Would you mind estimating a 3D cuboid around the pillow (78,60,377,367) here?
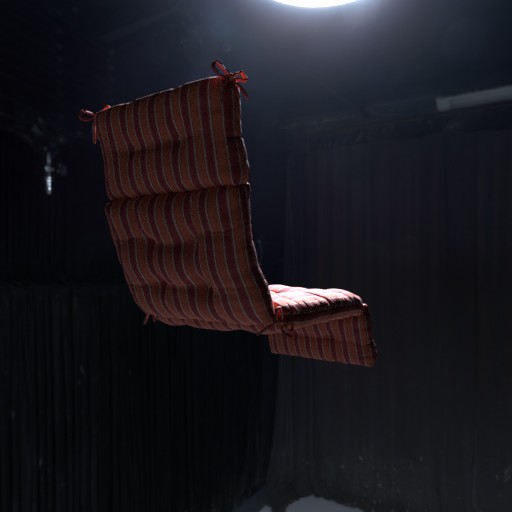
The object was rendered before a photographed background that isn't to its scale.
[{"bbox_3d":[0.000,0.000,1.495,0.526,0.863,1.016,0,0,35],"label":"pillow"}]
